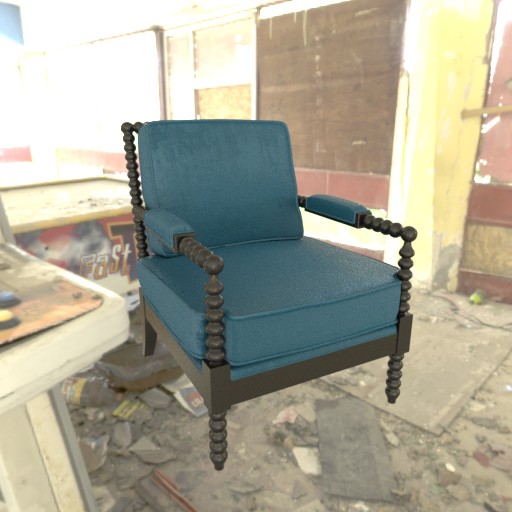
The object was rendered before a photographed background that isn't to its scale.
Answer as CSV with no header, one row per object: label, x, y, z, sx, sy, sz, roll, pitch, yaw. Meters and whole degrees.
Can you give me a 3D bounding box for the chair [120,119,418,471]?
chair,0.000,0.000,1.445,0.688,0.857,0.805,-9,19,-27
